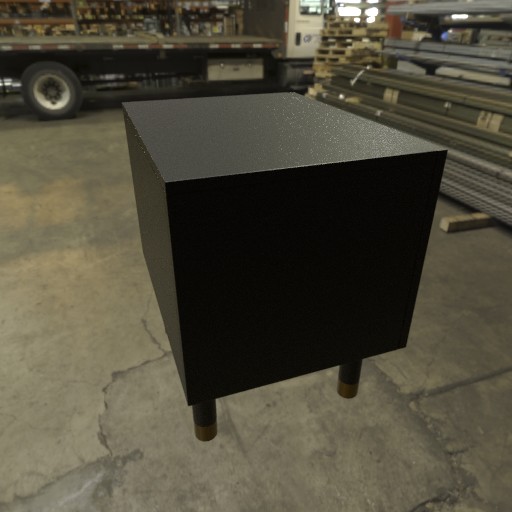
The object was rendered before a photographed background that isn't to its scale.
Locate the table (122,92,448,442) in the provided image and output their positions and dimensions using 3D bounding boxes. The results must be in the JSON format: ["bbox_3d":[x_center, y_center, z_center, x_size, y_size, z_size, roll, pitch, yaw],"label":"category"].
[{"bbox_3d":[0.000,0.000,0.979,0.441,0.584,0.564,-10,31,-17],"label":"table"}]
